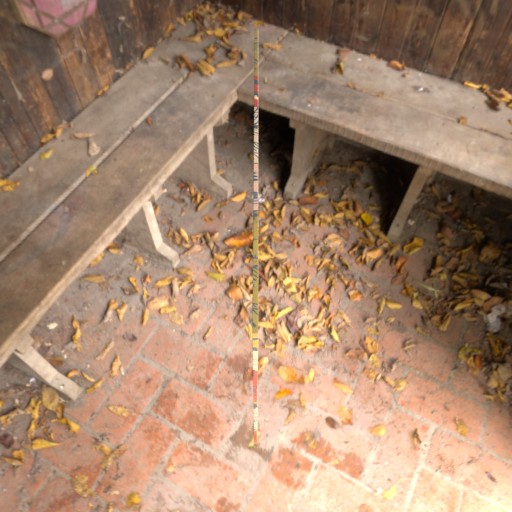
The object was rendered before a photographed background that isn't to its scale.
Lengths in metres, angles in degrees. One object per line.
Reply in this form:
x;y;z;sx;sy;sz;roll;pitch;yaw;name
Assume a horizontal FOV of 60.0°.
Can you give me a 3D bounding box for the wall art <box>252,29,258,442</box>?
0.000;0.000;1.815;0.013;1.218;1.206;0;57;0;wall art
